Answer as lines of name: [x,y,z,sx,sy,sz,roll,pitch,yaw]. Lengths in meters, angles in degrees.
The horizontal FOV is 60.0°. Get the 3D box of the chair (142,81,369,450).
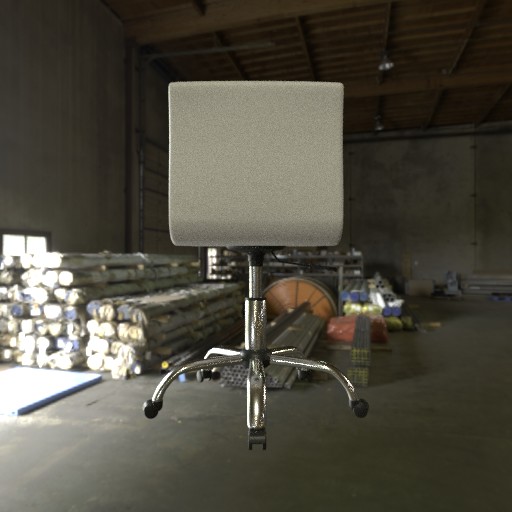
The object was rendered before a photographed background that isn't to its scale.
chair: [0.000,0.000,1.140,0.556,0.780,0.530,0,0,0]
